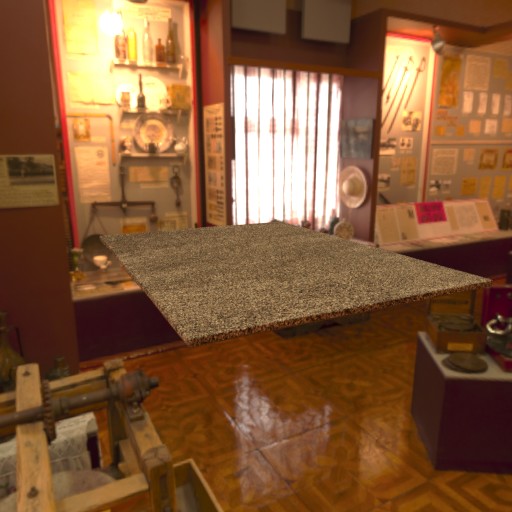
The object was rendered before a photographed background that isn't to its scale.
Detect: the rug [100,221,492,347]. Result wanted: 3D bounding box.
[{"bbox_3d":[0.000,0.000,2.102,1.198,0.025,1.601,-7,15,-26],"label":"rug"}]
